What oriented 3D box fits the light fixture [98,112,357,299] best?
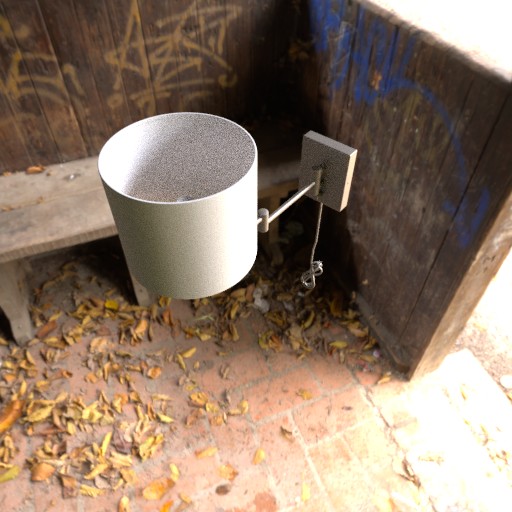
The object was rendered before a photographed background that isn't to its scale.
[{"bbox_3d":[0.000,0.000,0.892,0.203,0.651,0.516,31,54,26],"label":"light fixture"}]
